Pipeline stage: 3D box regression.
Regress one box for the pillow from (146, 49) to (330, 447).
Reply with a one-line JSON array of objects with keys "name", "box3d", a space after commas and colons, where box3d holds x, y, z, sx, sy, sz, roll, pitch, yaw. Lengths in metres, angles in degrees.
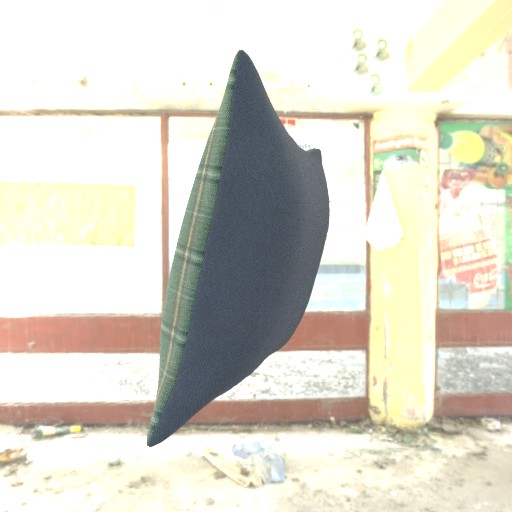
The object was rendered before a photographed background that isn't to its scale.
[{"name": "pillow", "box3d": [0.000, 0.000, 0.690, 0.200, 0.430, 0.453, 0, 0, 18]}]
